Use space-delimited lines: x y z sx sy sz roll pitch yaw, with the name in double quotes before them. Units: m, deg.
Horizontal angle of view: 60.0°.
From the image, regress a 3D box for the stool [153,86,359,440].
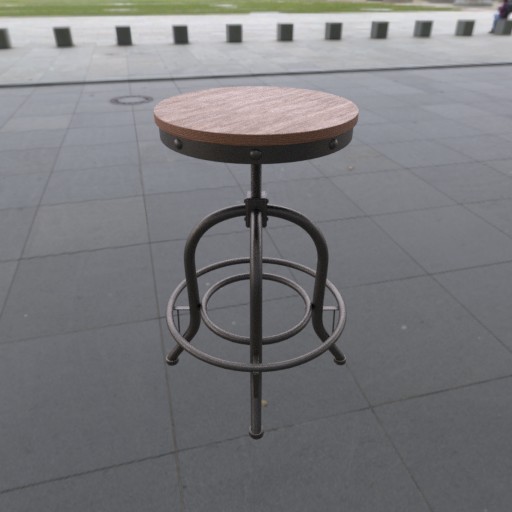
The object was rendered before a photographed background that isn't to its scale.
"stool" 0.000 0.000 0.925 0.439 0.609 0.439 0 31 0
